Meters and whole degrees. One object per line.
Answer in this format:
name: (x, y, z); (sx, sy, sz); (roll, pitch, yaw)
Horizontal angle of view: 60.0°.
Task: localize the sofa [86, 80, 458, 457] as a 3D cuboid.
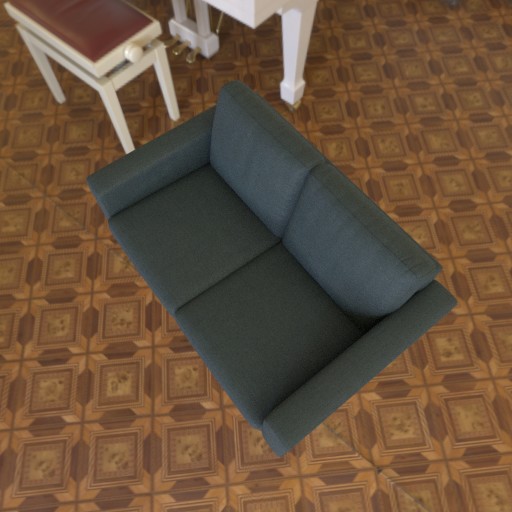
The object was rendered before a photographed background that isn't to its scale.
sofa: (0.000, 0.000, 2.090); (0.955, 0.903, 1.489); (-35, 68, -16)
